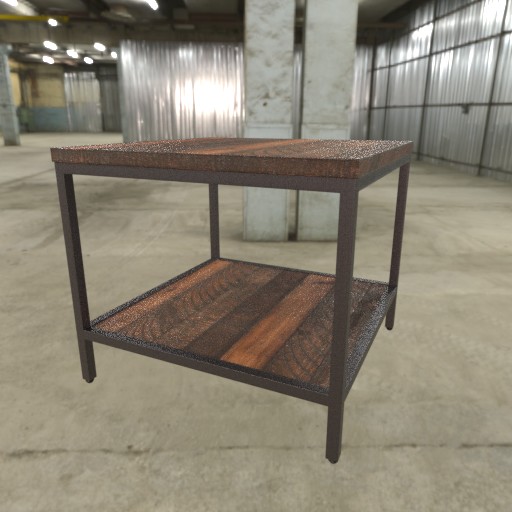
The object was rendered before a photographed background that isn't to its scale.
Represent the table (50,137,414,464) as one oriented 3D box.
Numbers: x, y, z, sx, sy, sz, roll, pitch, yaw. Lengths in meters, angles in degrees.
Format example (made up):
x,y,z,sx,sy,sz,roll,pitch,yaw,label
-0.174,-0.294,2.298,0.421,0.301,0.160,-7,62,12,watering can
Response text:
x,y,z,sx,sy,sz,roll,pitch,yaw,label
0.000,0.000,0.982,0.553,0.482,0.548,8,19,24,table
